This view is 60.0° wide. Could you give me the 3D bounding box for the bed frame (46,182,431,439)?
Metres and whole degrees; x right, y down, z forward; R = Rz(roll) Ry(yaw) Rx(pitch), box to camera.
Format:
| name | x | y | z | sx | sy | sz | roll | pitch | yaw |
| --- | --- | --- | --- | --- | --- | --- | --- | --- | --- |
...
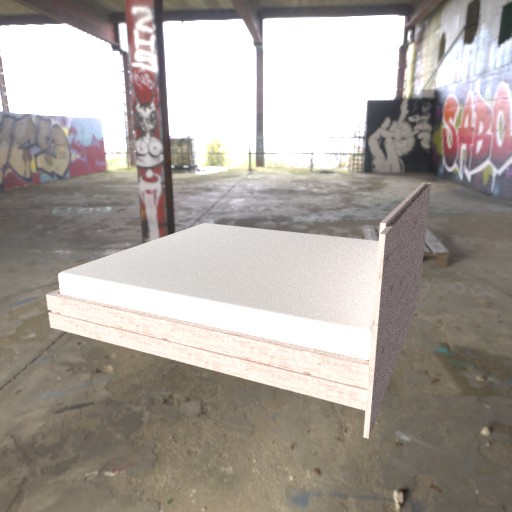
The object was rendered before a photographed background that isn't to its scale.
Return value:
| name | x | y | z | sx | sy | sz | roll | pitch | yaw |
| --- | --- | --- | --- | --- | --- | --- | --- | --- | --- |
| bed frame | 0.000 | 0.000 | 3.161 | 2.080 | 0.970 | 1.950 | 8 | 18 | 25 |
